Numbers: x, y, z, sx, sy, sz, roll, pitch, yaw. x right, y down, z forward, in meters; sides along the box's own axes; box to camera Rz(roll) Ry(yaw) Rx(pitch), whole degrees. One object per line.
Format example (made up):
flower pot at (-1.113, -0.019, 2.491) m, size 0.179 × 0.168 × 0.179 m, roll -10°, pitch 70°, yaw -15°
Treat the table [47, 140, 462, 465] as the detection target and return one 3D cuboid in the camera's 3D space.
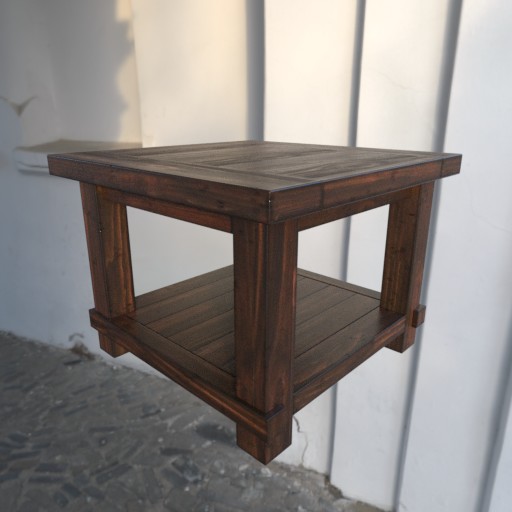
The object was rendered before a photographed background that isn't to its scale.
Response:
table at (0.000, 0.000, 0.970) m, size 0.606 × 0.437 × 0.593 m, roll 17°, pitch 25°, yaw 41°
